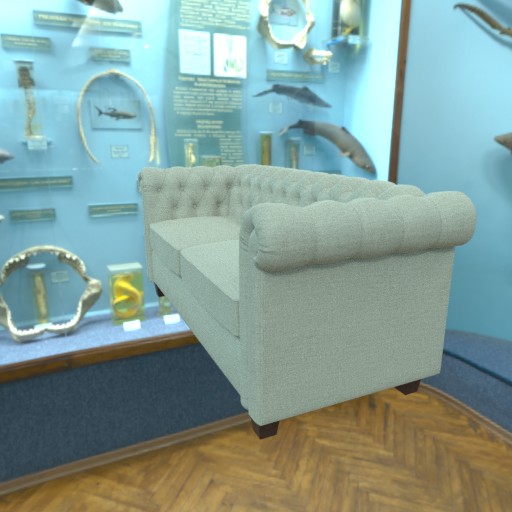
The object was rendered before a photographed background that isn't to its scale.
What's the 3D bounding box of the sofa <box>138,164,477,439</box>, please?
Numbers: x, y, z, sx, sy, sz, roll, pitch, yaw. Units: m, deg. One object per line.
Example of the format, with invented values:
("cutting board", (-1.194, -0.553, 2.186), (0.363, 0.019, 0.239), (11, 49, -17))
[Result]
("sofa", (0.000, 0.000, 2.154), (0.783, 0.797, 1.798), (-7, 17, -24))
